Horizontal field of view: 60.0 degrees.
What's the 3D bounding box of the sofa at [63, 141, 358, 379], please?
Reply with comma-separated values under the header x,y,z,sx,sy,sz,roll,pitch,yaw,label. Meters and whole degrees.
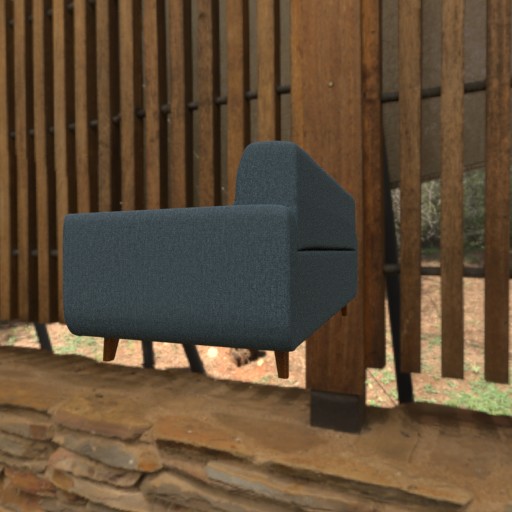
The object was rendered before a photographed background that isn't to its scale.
x,y,z,sx,sy,sz,roll,pitch,yaw,label
0.000,0.000,2.562,0.942,0.884,2.055,0,1,19,sofa
